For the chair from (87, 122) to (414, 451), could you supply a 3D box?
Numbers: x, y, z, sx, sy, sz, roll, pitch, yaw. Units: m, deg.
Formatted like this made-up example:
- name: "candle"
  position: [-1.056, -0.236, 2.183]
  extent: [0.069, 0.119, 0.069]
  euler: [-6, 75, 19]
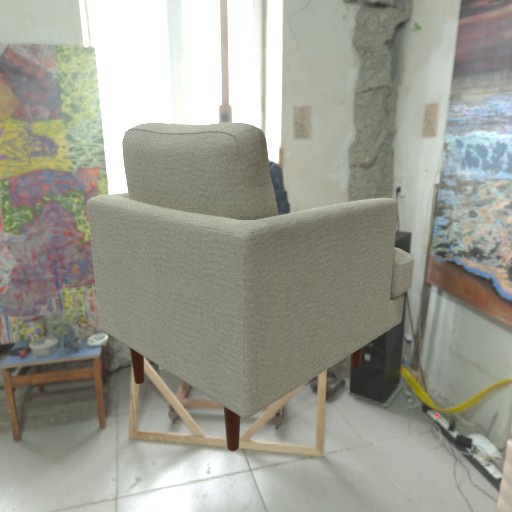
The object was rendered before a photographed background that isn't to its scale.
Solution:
- name: "chair"
  position: [0.000, 0.000, 1.664]
  extent: [0.858, 0.957, 0.899]
  euler: [15, 21, 42]
